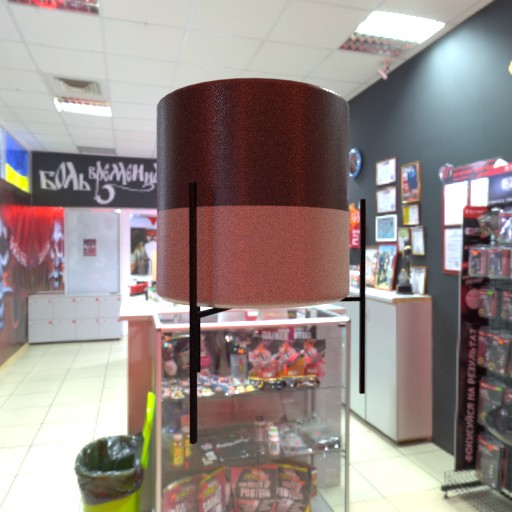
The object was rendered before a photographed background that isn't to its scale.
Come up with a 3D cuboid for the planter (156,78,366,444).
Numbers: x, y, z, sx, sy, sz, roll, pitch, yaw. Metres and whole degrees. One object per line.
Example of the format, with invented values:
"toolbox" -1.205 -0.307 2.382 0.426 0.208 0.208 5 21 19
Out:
"planter" 0.000 0.000 0.534 0.250 0.353 0.260 0 1 17
